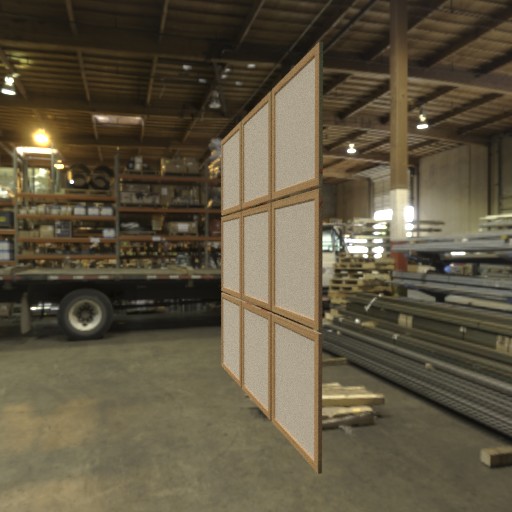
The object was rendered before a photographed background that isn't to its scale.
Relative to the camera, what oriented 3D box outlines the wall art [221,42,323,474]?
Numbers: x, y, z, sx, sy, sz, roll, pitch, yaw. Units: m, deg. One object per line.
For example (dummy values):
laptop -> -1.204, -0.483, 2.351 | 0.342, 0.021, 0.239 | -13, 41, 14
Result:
wall art -> 0.000, 0.000, 1.830 | 0.013, 1.219, 1.214 | 0, 1, -17
